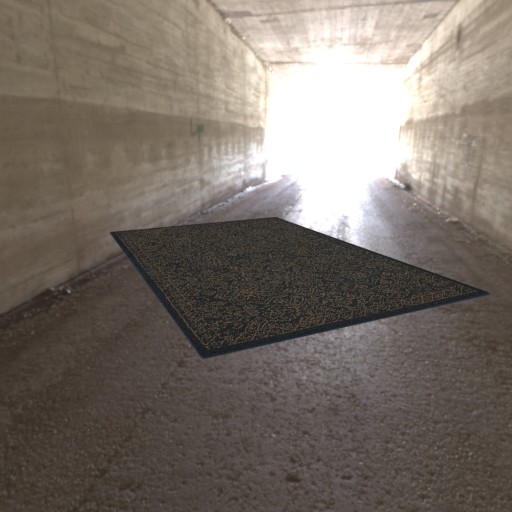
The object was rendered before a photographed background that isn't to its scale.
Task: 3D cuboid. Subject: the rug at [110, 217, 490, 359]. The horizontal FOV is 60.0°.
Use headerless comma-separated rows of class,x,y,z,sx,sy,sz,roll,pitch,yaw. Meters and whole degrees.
rug,0.000,0.000,2.320,1.219,0.010,1.829,-7,17,-25
